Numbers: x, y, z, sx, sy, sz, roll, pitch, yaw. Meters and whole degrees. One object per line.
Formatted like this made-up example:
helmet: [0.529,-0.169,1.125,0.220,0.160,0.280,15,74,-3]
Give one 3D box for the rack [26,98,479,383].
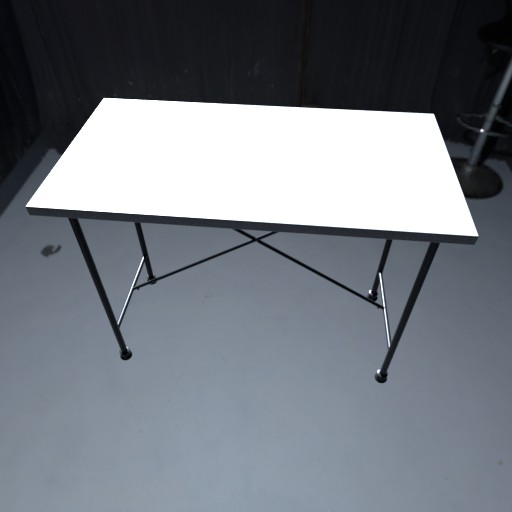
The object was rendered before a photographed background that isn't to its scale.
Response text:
rack: [0.000,0.000,1.652,1.159,0.880,0.613,4,46,4]
